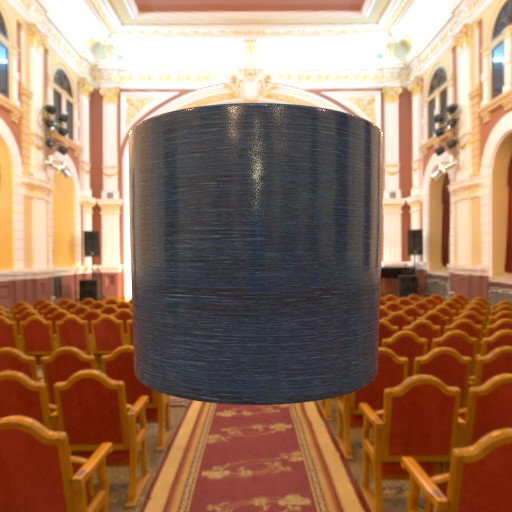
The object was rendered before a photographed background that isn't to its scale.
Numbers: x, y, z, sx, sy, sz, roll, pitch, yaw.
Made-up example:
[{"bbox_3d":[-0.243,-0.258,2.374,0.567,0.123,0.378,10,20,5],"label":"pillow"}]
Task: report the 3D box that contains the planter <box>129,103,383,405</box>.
[{"bbox_3d":[0.000,0.000,0.401,0.221,0.201,0.221,0,0,0],"label":"planter"}]
